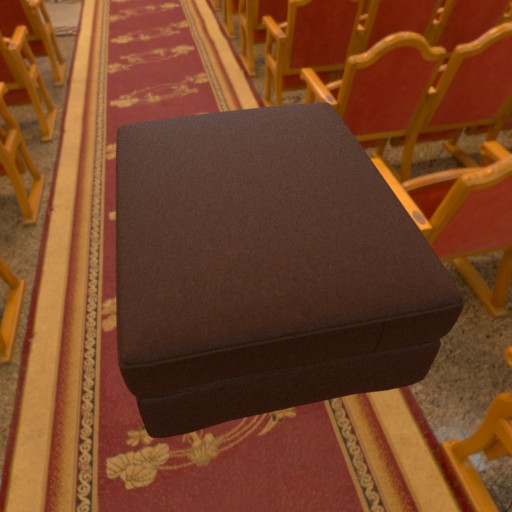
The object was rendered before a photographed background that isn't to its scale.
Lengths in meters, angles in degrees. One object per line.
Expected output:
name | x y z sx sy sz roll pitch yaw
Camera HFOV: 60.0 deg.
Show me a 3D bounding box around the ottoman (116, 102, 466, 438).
ottoman | 0.000 0.000 1.770 0.967 0.730 1.187 -9 47 -9
